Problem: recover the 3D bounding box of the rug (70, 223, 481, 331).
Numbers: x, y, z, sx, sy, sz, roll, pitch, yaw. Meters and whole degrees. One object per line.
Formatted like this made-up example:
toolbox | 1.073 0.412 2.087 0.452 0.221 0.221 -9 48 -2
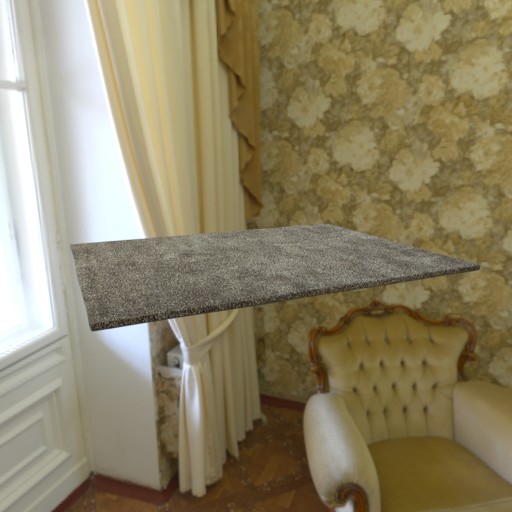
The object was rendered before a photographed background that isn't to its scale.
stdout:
rug | 0.000 0.000 2.125 1.601 0.025 1.198 -6 15 -24
